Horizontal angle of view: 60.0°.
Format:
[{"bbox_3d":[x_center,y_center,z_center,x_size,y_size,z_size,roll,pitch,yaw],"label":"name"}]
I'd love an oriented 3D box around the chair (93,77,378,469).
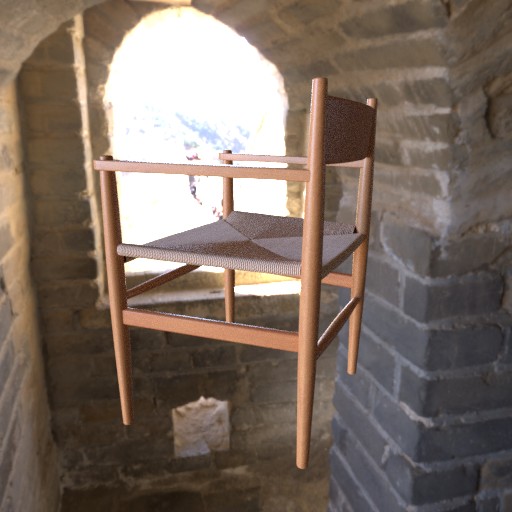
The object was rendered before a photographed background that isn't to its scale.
[{"bbox_3d":[0.000,0.000,1.109,0.495,0.762,0.556,7,16,25],"label":"chair"}]
